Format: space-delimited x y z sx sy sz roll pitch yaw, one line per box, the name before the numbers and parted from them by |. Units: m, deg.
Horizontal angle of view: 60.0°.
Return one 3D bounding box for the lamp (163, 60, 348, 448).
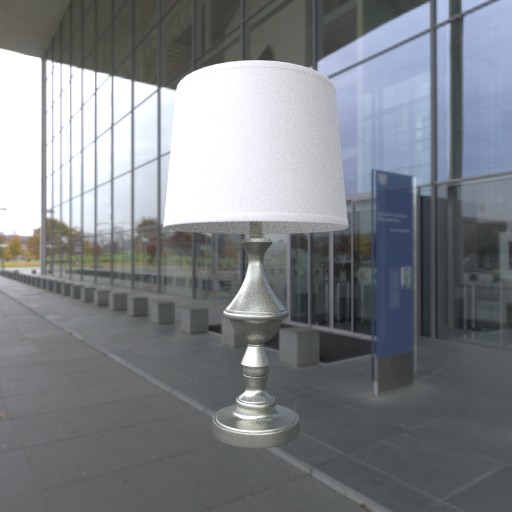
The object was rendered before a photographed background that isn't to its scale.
lamp | 0.000 0.000 0.936 0.383 0.733 0.383 0 0 0
